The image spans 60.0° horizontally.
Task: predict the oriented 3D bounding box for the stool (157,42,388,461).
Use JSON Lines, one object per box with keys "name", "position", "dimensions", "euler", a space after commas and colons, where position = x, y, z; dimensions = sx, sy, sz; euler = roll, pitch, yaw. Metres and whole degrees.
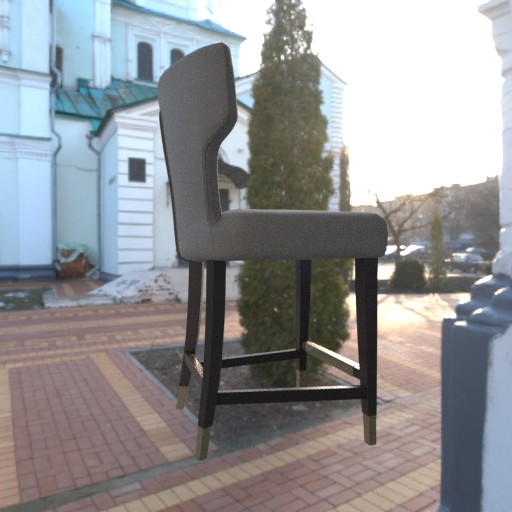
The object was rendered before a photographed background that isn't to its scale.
{"name": "stool", "position": [0.000, 0.000, 1.301], "dimensions": [0.563, 0.982, 0.527], "euler": [0, 1, -18]}
